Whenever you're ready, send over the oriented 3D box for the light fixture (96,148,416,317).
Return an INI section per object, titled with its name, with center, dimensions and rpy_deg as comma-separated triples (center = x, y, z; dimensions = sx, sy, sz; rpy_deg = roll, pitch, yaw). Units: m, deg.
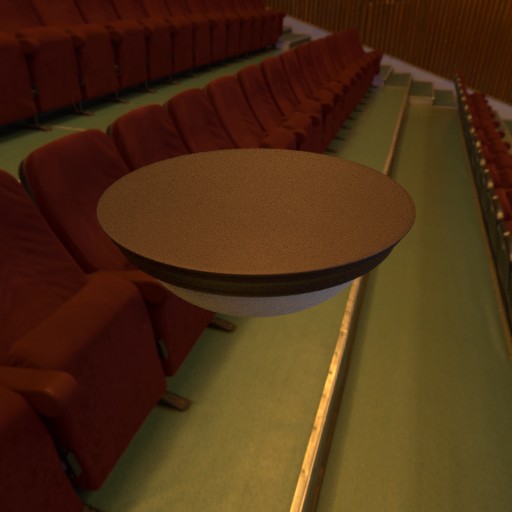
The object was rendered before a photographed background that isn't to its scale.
[light fixture]
center = 0.000, 0.000, 0.440
dimensions = 0.280, 0.135, 0.280
rpy_deg = 0, 30, 0
